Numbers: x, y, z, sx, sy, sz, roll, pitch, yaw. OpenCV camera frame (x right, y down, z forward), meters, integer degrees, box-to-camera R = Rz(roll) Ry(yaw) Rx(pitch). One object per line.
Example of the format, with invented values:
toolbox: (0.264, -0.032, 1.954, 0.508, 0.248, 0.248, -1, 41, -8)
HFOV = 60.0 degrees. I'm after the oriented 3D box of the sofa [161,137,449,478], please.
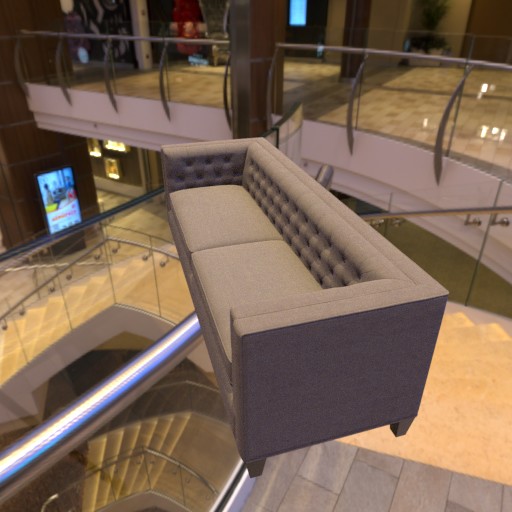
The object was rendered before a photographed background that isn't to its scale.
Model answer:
sofa: (0.000, 0.000, 2.526, 0.775, 0.762, 2.159, -9, 31, -15)
